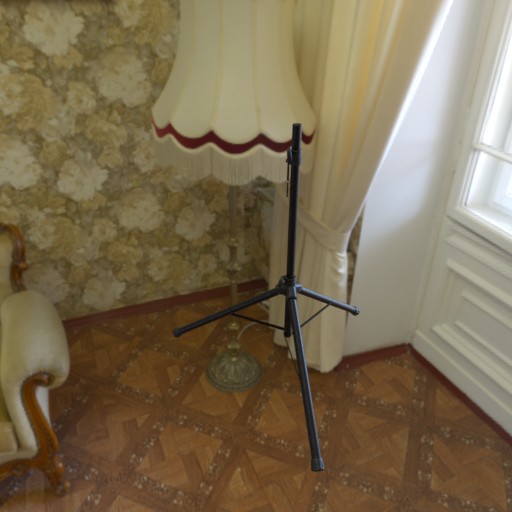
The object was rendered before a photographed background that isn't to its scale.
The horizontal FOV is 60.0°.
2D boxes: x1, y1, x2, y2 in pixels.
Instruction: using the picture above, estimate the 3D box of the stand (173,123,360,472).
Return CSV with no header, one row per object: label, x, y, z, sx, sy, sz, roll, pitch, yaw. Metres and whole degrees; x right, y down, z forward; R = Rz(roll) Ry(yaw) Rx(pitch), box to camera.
stand,0.000,0.000,1.896,0.907,1.136,1.045,11,32,17
